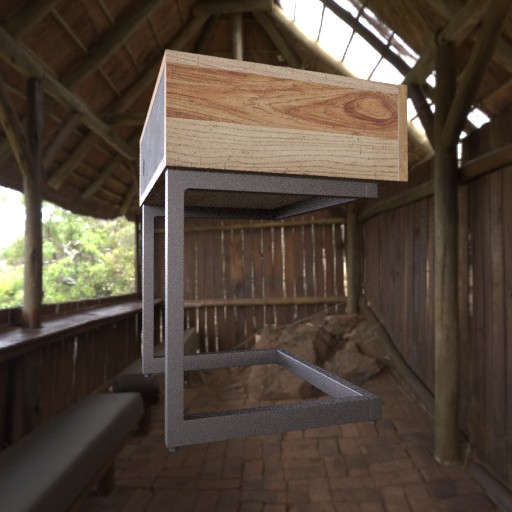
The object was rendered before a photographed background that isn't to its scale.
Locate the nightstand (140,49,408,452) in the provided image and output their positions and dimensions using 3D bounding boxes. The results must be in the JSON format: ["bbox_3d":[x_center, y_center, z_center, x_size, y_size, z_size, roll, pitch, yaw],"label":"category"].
[{"bbox_3d":[0.000,0.000,1.019,0.481,0.632,0.558,0,-1,-19],"label":"nightstand"}]
